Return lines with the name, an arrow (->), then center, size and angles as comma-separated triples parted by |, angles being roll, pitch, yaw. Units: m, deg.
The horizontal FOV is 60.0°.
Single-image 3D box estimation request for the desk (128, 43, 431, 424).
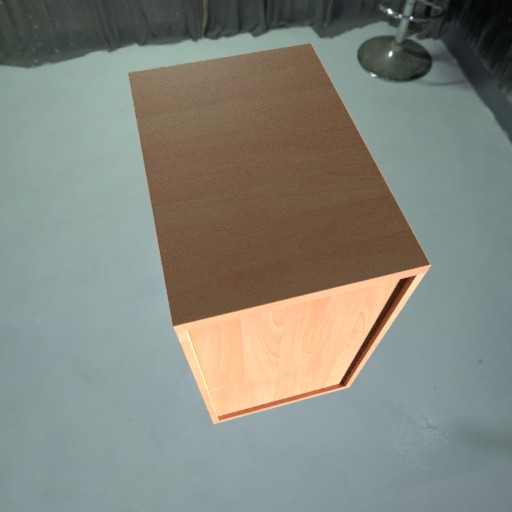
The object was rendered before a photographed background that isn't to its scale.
desk -> 0.000, 0.000, 1.121 | 0.404, 0.730, 0.600 | -13, 59, -8
